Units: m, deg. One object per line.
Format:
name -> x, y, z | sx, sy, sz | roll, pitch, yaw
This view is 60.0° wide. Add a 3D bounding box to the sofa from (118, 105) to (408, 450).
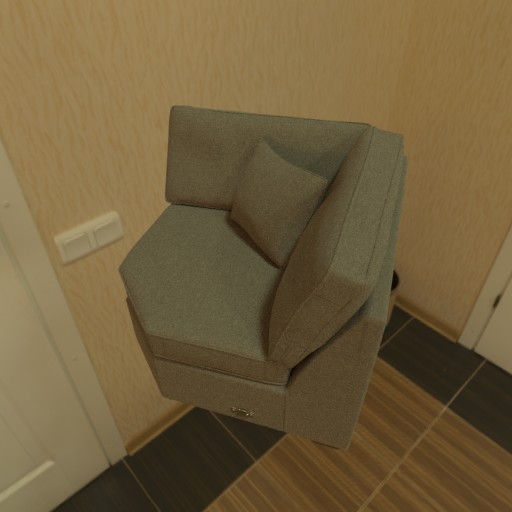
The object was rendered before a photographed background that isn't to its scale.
sofa -> 0.000, 0.000, 1.847 | 1.050, 0.951, 1.042 | 12, 42, 14
